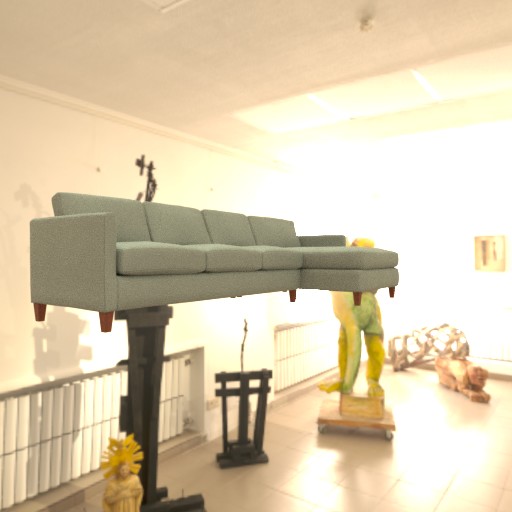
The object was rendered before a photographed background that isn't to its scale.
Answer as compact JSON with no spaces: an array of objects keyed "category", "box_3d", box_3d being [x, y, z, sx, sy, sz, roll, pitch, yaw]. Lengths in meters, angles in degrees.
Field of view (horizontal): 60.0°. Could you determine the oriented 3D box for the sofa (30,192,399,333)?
[{"category":"sofa","box_3d":[0.000,0.000,4.134,1.604,0.950,3.471,0,0,36]}]
